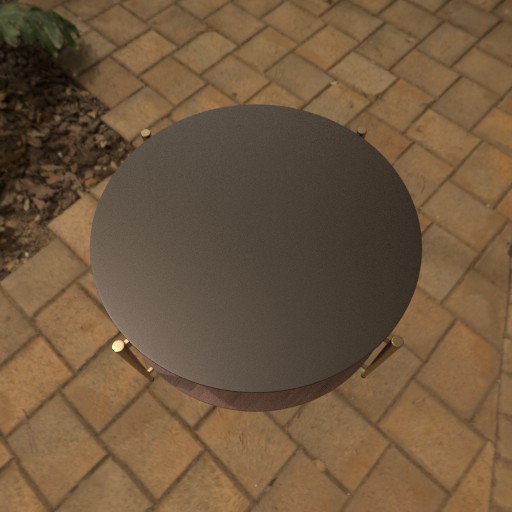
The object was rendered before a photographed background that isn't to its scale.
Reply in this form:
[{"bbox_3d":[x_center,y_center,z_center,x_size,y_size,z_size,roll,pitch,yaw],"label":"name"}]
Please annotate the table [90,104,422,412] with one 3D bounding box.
[{"bbox_3d":[0.000,0.000,1.446,0.938,0.400,0.938,13,63,6],"label":"table"}]
